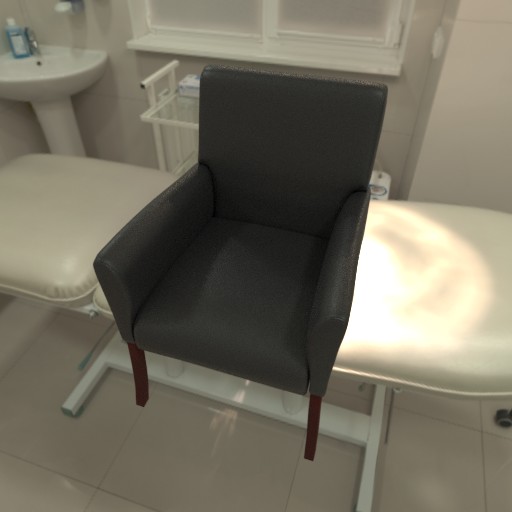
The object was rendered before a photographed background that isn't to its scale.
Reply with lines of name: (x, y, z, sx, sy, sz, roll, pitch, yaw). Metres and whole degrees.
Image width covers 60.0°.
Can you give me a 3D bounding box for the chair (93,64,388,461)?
chair: (0.000, 0.000, 1.476, 0.683, 0.951, 0.772, 12, 43, 14)
